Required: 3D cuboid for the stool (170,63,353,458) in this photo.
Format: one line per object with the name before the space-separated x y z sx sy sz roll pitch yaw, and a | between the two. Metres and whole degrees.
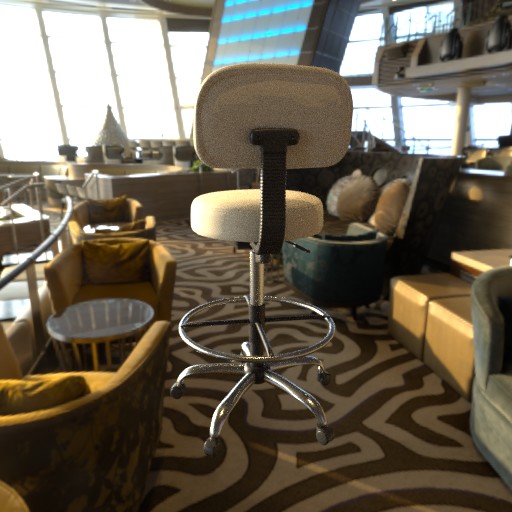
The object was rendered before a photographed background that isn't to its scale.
stool | 0.000 0.000 1.452 0.609 1.080 0.616 -2 15 -9
